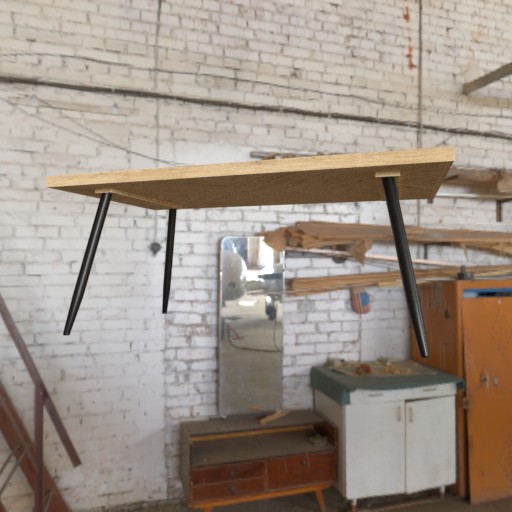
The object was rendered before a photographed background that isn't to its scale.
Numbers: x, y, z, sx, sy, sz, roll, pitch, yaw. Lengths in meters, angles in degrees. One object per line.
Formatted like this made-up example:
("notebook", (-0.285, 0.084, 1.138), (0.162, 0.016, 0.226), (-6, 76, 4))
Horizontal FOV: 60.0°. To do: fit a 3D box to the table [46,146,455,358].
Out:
("table", (0.000, 0.000, 2.320), (1.803, 0.762, 0.991), (0, -1, 18))
